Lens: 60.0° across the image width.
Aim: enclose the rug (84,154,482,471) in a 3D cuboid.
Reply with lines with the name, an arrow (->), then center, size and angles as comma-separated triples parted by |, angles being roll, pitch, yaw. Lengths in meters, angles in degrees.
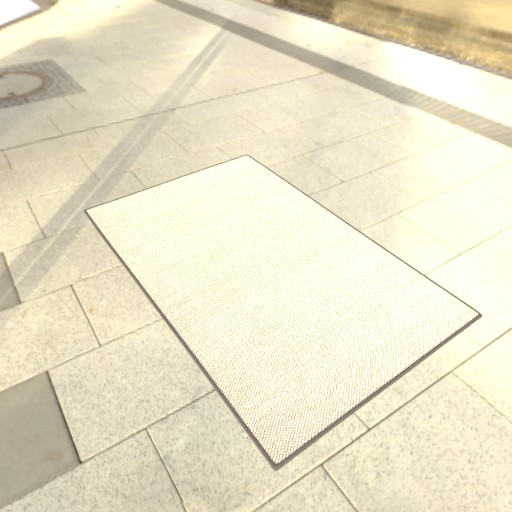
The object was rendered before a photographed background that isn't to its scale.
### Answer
rug -> 0.000, 0.000, 2.073 | 1.067, 0.013, 1.676 | -25, 47, -26
